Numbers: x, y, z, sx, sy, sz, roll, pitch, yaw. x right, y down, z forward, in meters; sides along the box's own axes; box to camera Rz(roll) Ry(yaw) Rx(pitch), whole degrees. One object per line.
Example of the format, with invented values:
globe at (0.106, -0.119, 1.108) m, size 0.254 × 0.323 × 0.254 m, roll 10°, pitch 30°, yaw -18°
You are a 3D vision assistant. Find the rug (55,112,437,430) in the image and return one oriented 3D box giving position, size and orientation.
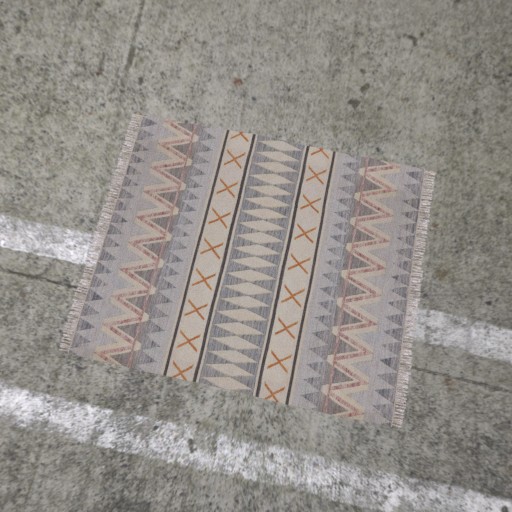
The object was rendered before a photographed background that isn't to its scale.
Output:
rug at (0.000, 0.000, 3.976) m, size 3.000 × 0.012 × 2.371 m, roll 12°, pitch 76°, yaw 3°
